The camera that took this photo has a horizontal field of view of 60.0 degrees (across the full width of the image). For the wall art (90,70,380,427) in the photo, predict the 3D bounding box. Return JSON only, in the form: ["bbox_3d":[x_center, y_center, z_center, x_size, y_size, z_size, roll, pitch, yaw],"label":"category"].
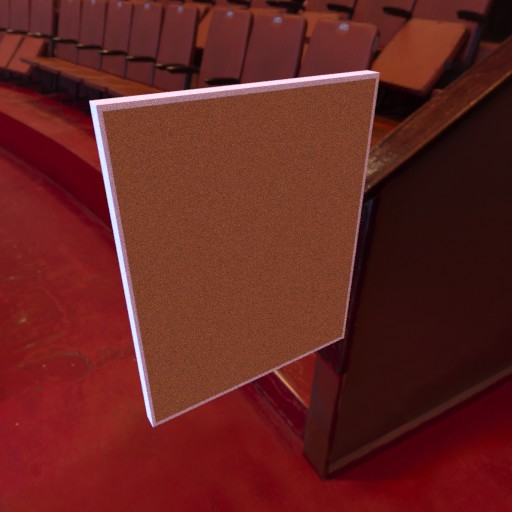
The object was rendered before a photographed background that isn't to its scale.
[{"bbox_3d":[0.000,0.000,0.750,0.443,0.549,0.030,-18,35,-27],"label":"wall art"}]
